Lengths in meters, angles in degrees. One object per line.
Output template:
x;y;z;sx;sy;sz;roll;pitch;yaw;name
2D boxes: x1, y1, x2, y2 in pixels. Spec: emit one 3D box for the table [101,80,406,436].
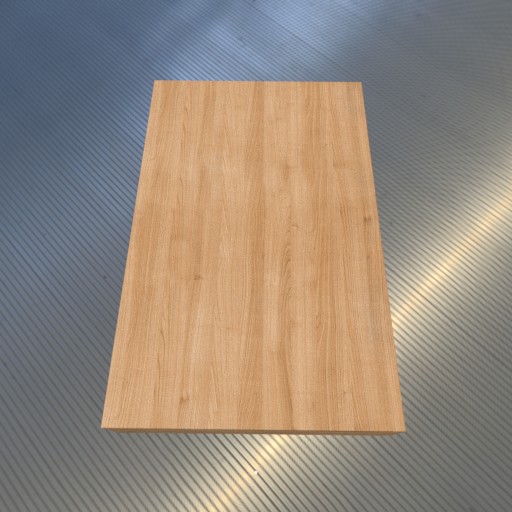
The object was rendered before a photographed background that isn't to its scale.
0.000;0.000;1.454;0.700;0.440;1.100;1;64;0;table
